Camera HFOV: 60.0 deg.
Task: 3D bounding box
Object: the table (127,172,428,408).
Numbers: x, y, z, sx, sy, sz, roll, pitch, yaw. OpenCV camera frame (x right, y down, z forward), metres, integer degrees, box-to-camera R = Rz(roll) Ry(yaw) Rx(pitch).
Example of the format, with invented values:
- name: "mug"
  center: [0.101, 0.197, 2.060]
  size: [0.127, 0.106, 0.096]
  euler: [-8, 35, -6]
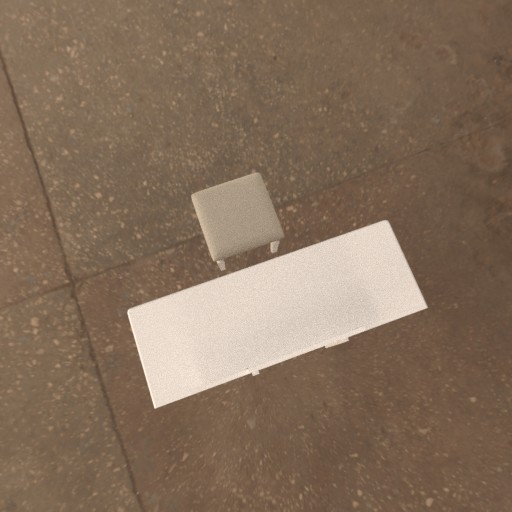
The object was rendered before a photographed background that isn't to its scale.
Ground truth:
- name: "table"
  center: [0.000, 0.000, 2.296]
  size: [1.369, 1.310, 1.115]
  euler: [-19, 76, -5]
